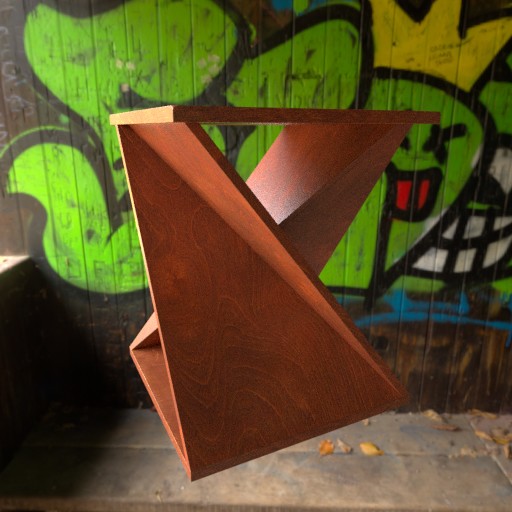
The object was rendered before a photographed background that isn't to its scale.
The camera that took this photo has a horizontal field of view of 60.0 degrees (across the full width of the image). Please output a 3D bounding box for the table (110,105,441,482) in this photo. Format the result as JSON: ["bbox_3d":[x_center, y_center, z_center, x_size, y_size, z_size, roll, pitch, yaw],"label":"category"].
[{"bbox_3d":[0.000,0.000,0.848,0.427,0.520,0.427,-8,18,-26],"label":"table"}]
